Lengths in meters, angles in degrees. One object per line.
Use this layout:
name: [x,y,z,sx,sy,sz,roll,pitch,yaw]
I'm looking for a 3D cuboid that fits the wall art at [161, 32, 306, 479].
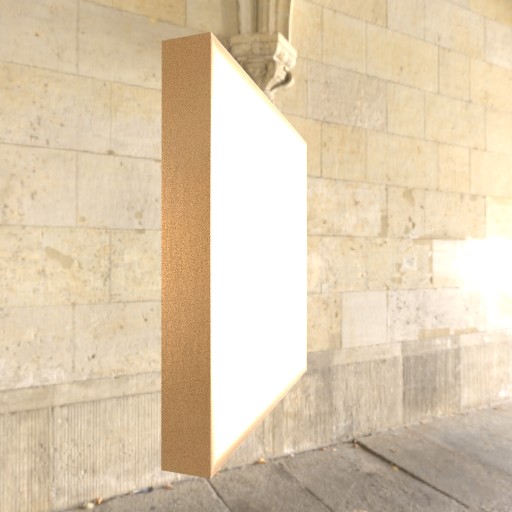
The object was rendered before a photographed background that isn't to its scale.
wall art: [0.000,0.000,0.451,0.038,0.303,0.305,0,0,19]
